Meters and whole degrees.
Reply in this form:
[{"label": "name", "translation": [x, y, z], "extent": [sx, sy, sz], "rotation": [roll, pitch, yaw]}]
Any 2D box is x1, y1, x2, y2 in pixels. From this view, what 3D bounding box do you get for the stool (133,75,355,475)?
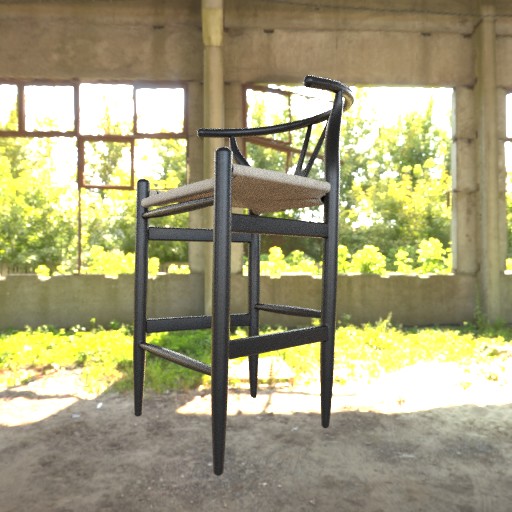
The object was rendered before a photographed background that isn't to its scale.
[{"label": "stool", "translation": [0.000, 0.000, 1.328], "extent": [0.579, 0.970, 0.569], "rotation": [1, -1, -36]}]
